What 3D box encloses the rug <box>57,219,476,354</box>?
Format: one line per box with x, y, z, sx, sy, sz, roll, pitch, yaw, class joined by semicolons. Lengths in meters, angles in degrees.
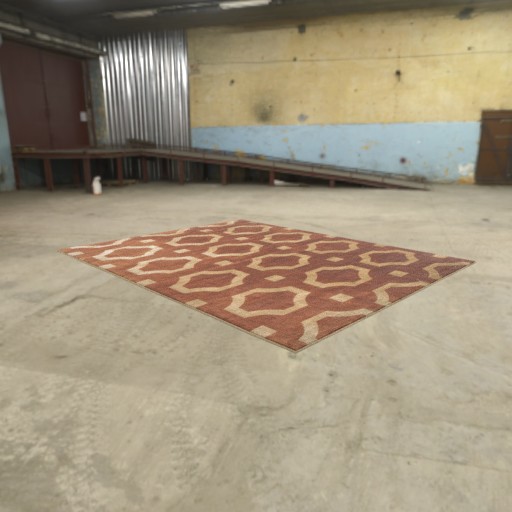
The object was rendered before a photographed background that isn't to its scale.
0.000;0.000;4.123;2.466;0.021;3.049;-14;20;-43;rug
